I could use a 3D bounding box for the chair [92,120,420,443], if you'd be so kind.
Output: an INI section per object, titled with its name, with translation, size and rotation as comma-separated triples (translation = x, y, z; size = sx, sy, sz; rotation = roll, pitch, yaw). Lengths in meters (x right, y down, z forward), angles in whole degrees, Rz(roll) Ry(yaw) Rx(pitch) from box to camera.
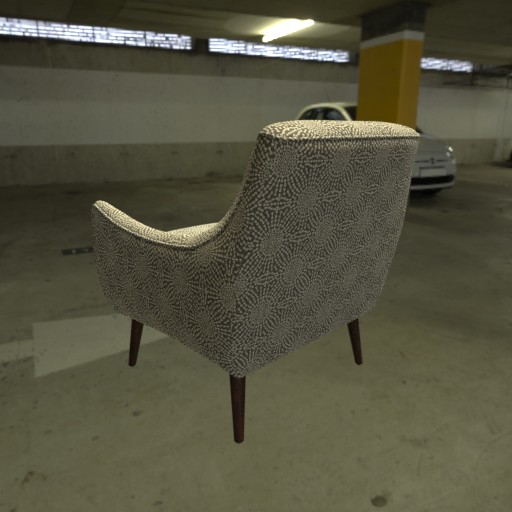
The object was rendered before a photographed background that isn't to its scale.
[chair]
translation = 0.000, 0.000, 1.450
size = 0.762, 0.838, 0.787
rotation = -15, 22, -43
